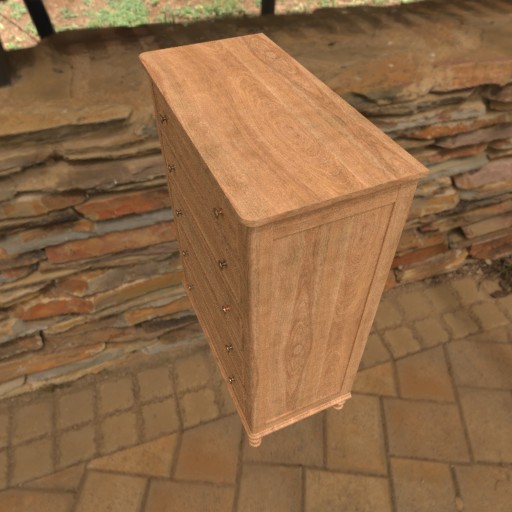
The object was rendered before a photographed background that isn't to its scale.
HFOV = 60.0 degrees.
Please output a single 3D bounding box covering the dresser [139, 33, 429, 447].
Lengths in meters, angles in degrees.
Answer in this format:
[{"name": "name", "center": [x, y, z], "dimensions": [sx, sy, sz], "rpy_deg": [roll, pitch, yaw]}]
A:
[{"name": "dresser", "center": [0.000, 0.000, 1.782], "dimensions": [0.484, 1.318, 0.973], "rpy_deg": [-18, 49, -16]}]
